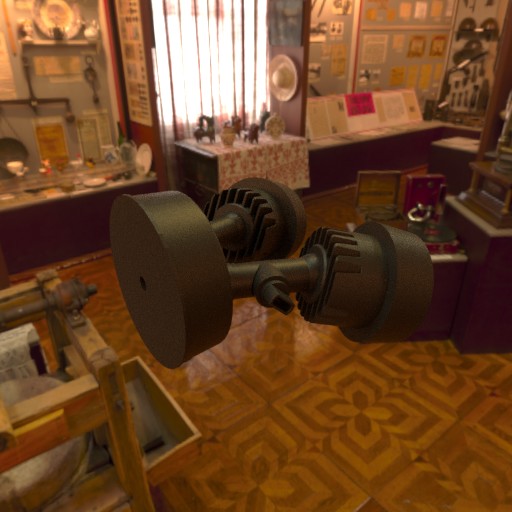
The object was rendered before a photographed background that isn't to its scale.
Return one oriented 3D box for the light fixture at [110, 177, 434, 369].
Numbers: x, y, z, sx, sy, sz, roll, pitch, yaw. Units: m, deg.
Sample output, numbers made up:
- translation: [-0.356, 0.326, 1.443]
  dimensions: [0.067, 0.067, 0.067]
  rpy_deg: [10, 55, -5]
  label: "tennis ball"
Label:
- translation: [0.000, 0.000, 0.314]
  dimensions: [0.168, 0.120, 0.213]
  rpy_deg: [-18, 31, -32]
  label: "light fixture"
